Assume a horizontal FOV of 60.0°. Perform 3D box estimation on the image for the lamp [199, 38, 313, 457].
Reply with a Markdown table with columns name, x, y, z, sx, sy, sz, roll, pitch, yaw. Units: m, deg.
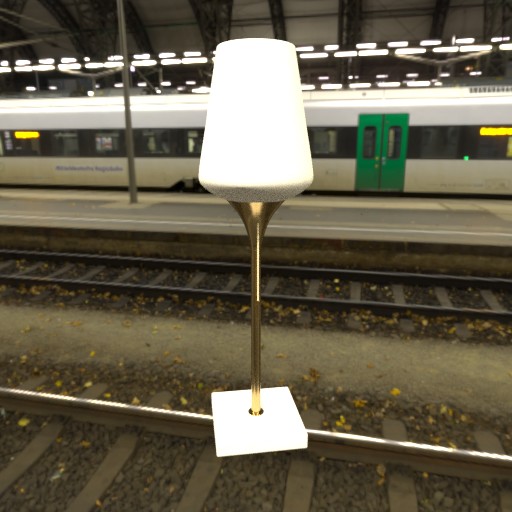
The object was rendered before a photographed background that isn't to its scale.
| name | x | y | z | sx | sy | sz | roll | pitch | yaw |
| --- | --- | --- | --- | --- | --- | --- | --- | --- | --- |
| lamp | 0.000 | 0.000 | 0.736 | 0.181 | 0.639 | 0.181 | -2 | 14 | -8 |
